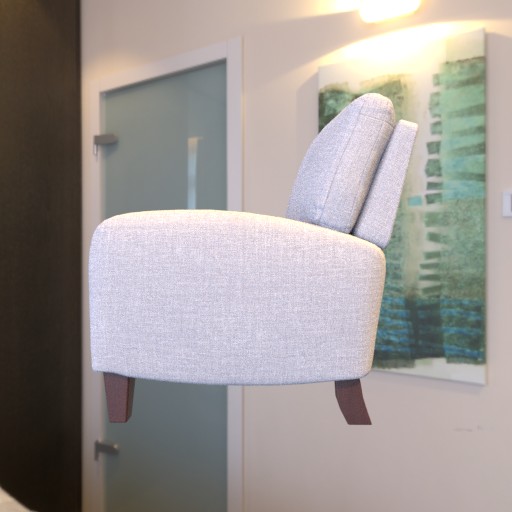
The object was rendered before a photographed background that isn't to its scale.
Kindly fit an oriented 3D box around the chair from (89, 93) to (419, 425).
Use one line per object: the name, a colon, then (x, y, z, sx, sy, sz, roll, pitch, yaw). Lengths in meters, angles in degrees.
chair: (0.000, 0.000, 1.633, 0.990, 0.990, 0.762, 0, 0, 1)
